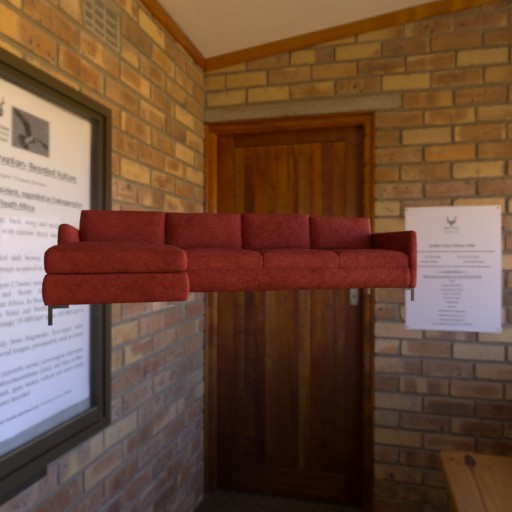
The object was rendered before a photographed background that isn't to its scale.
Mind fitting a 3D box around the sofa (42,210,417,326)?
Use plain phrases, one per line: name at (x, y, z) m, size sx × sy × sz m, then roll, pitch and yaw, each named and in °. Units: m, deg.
sofa at (0.000, 0.000, 2.974) m, size 2.467 × 0.663 × 1.136 m, roll 0°, pitch 0°, yaw -17°
